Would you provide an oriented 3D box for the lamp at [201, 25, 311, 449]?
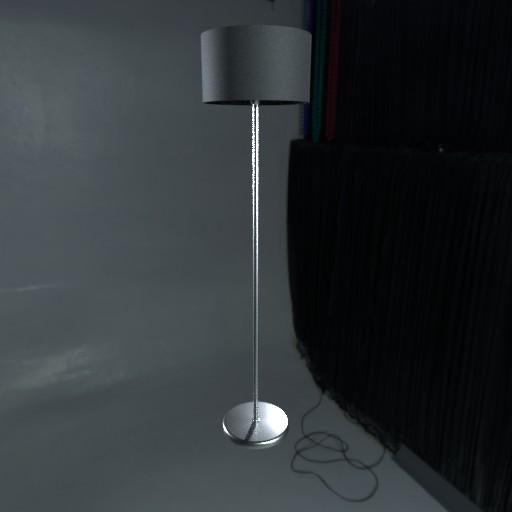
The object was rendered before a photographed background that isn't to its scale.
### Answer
[{"bbox_3d":[0.000,0.000,1.603,0.348,1.443,0.348,-9,19,-28],"label":"lamp"}]
